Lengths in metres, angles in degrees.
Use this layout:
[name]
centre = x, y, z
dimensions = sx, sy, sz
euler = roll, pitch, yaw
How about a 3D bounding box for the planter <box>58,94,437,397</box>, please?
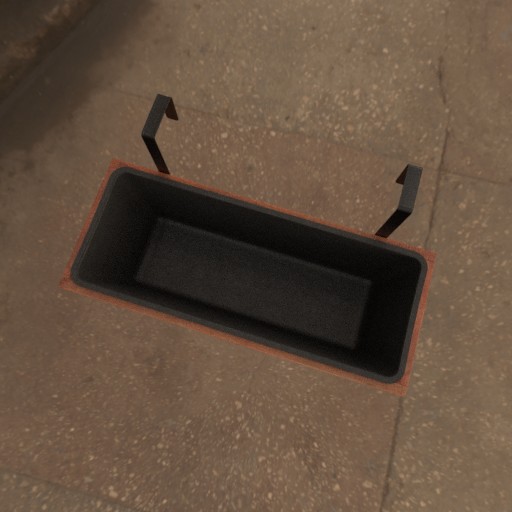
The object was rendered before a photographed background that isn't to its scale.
[planter]
centre = 0.000, 0.000, 0.652
dimensions = 0.480, 0.289, 0.262
euler = 17, 76, 4
